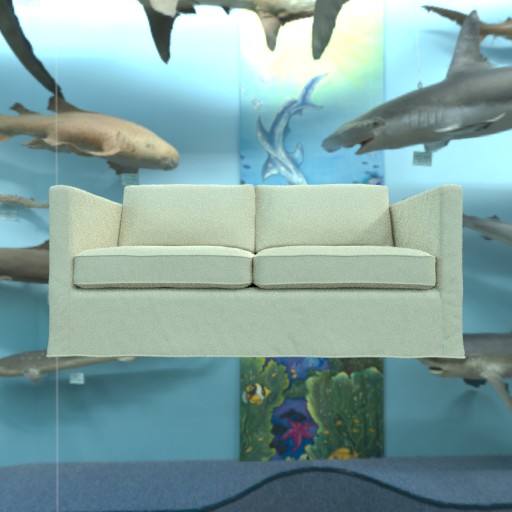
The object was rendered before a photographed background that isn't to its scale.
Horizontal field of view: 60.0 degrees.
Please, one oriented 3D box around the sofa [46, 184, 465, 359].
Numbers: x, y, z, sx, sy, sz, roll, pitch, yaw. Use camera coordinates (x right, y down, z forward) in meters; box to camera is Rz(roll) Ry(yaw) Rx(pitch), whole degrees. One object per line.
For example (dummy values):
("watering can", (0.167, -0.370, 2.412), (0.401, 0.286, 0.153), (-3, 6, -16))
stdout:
("sofa", (0.000, 0.000, 2.286), (1.746, 0.834, 0.962), (0, 0, 1))
